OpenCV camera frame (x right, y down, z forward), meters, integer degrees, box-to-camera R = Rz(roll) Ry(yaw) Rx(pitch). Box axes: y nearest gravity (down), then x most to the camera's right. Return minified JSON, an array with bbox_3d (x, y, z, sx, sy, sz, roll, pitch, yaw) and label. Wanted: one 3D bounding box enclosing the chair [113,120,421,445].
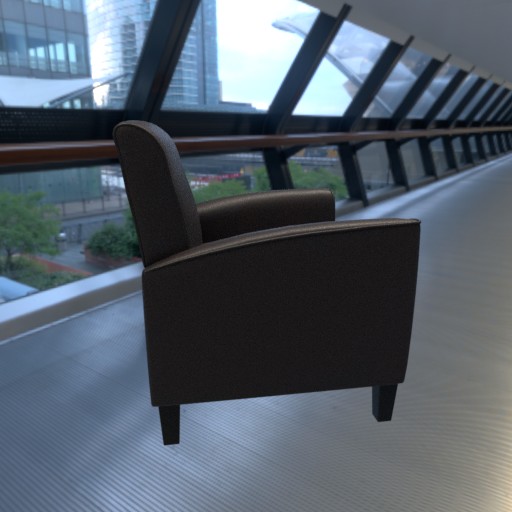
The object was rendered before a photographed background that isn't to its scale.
[{"bbox_3d":[0.000,0.000,1.581,0.819,0.916,0.820,-3,15,-9],"label":"chair"}]
